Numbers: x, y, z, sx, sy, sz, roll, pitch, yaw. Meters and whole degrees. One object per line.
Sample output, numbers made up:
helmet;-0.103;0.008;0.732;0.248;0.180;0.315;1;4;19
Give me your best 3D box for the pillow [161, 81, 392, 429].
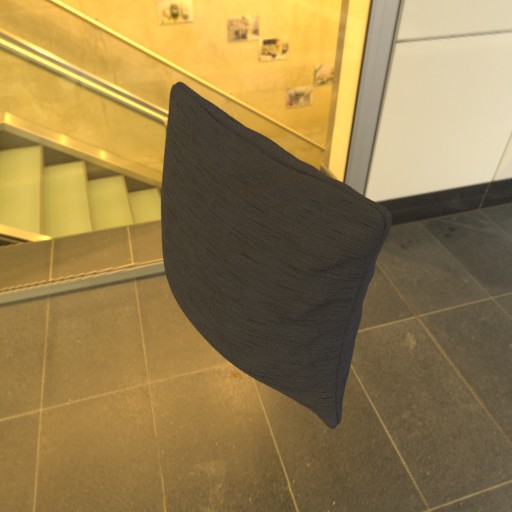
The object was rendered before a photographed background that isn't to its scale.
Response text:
pillow;0.000;0.000;0.685;0.246;0.414;0.432;-26;48;-26
